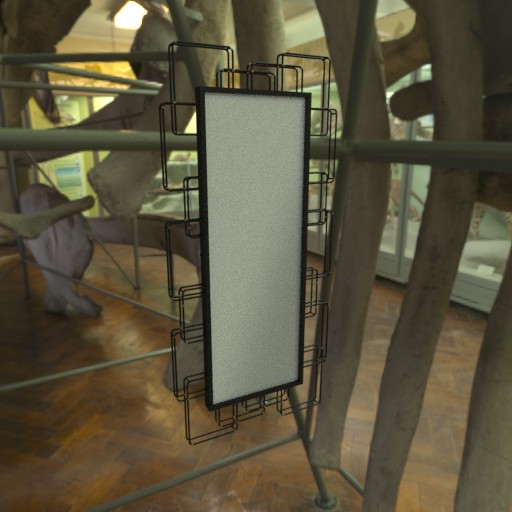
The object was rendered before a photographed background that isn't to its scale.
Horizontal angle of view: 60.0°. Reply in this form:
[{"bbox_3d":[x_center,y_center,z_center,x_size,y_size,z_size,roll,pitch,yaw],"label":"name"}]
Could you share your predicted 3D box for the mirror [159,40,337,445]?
[{"bbox_3d":[0.000,0.000,1.392,0.565,1.192,0.037,-8,16,-27],"label":"mirror"}]
